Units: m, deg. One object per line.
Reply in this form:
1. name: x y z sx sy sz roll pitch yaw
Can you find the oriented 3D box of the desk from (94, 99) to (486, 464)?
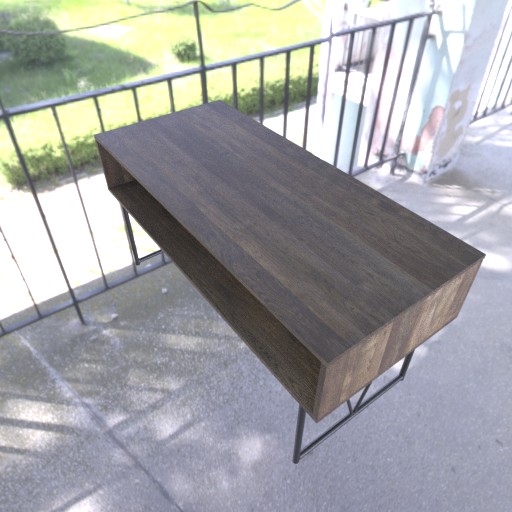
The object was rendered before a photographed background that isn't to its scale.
1. desk: 0.000 0.000 2.035 0.730 0.780 1.600 -26 48 -27
